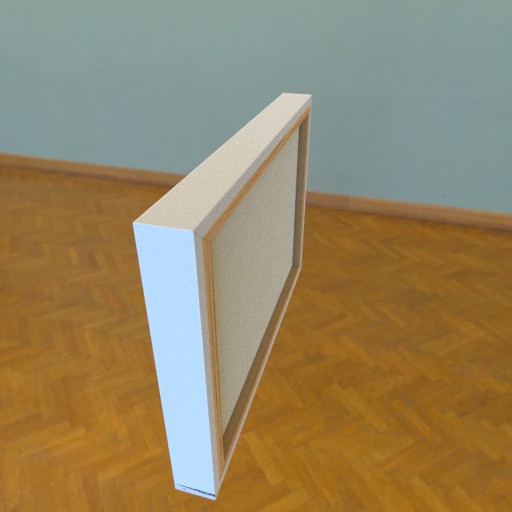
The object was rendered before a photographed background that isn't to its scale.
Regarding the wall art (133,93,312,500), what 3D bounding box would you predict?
[{"bbox_3d":[0.000,0.000,0.472,0.038,0.259,0.381,8,32,14],"label":"wall art"}]
